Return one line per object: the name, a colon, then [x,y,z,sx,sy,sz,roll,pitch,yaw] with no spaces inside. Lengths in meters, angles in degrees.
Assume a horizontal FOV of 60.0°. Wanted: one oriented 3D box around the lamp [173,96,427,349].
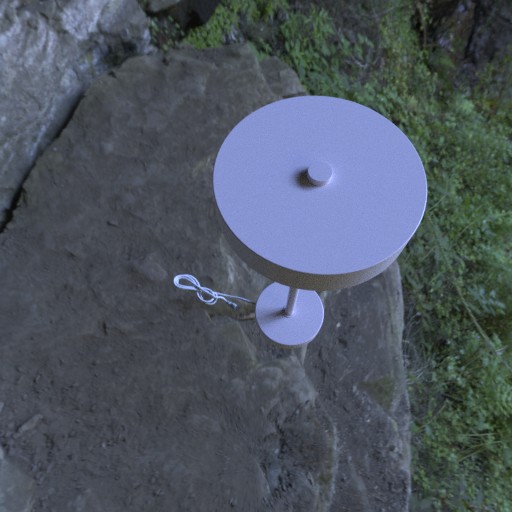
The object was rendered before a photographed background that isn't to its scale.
lamp: [0.000,0.000,0.704,0.369,0.508,0.229,15,66,7]
